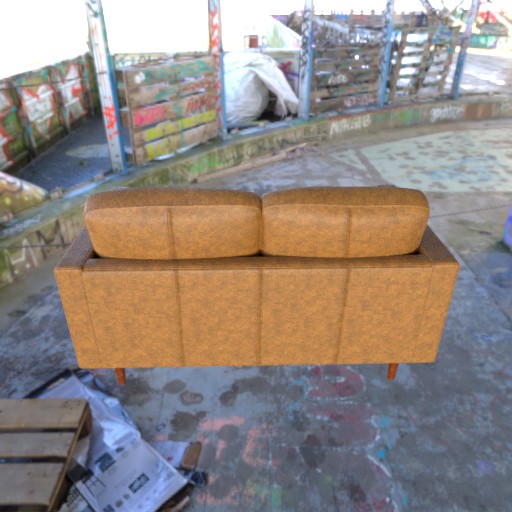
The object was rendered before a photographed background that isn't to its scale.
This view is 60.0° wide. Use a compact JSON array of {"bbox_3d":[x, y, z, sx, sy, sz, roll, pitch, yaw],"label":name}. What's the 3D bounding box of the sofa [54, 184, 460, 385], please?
[{"bbox_3d":[0.000,0.000,2.206,1.578,0.951,0.909,-1,30,-1],"label":"sofa"}]
